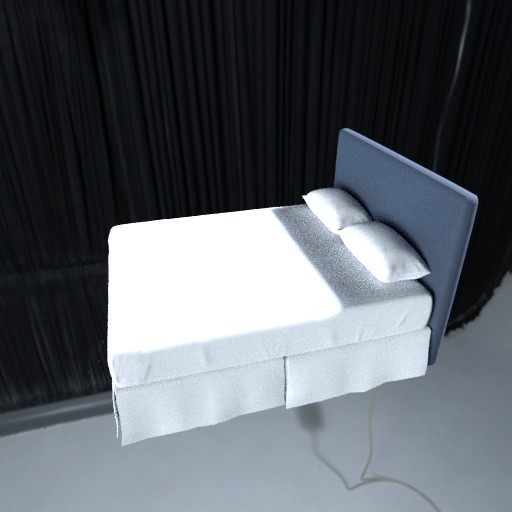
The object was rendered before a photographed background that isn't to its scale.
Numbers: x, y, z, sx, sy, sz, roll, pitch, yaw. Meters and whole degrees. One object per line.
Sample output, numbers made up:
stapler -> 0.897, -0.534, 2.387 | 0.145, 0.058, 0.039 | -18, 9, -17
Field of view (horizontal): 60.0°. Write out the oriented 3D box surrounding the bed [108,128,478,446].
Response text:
bed -> 0.000, 0.000, 3.193 | 2.162, 1.330, 1.713 | -8, 30, -14
